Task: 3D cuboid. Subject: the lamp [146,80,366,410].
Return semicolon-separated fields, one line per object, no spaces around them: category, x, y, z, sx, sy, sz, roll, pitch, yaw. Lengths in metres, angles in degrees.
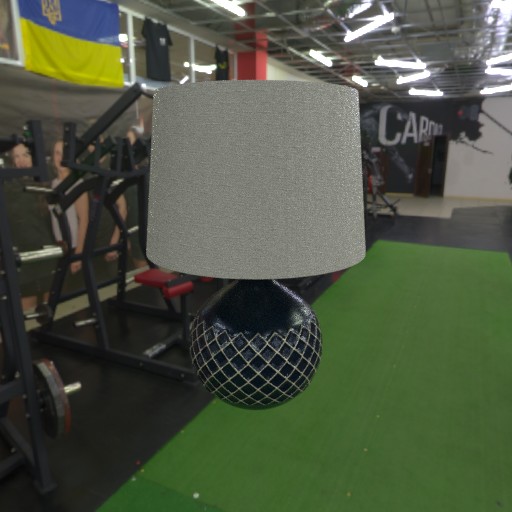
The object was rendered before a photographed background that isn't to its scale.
lamp;0.000;0.000;0.784;0.376;0.540;0.376;0;14;0
